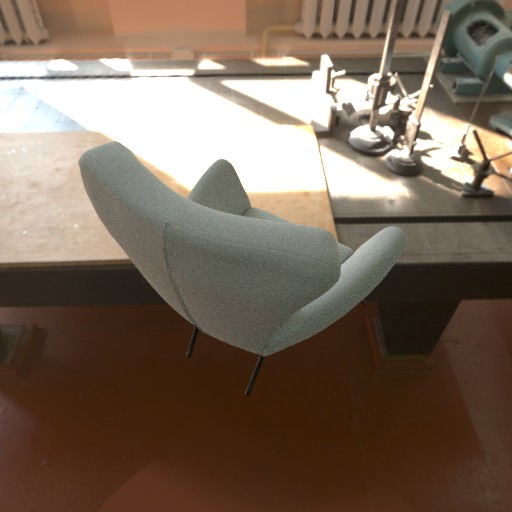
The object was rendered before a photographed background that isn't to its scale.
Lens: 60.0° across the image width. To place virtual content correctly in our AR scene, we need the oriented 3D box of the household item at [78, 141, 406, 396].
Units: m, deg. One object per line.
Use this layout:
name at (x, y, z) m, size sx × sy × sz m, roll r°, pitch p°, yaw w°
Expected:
household item at (0.000, 0.000, 1.807) m, size 0.980 × 1.050 × 0.900 m, roll 26°, pitch 52°, yaw 22°
